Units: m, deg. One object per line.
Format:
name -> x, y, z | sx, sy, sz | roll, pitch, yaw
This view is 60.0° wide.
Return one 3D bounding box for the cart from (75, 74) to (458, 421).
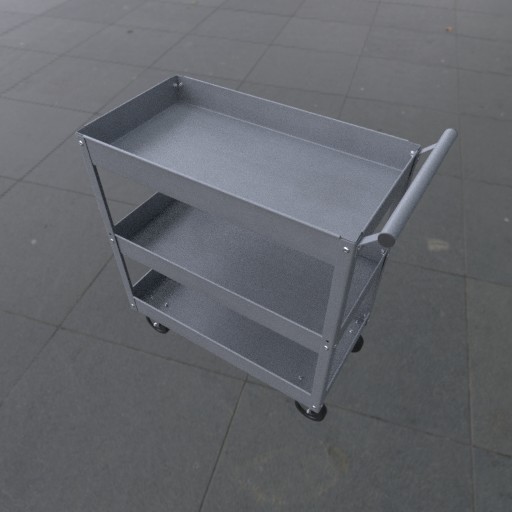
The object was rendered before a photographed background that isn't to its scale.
cart -> 0.000, 0.000, 1.177 | 0.719, 0.780, 0.366 | 24, 50, 22
